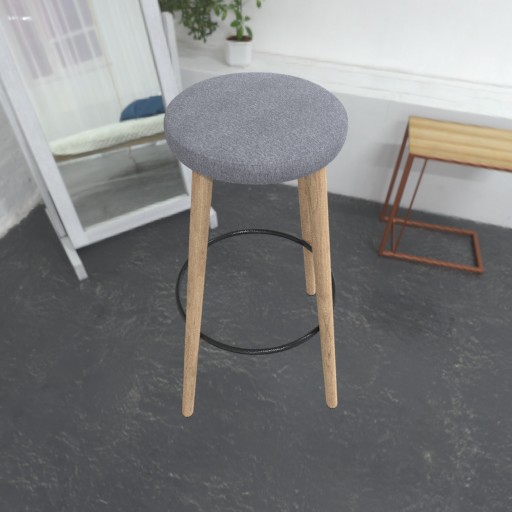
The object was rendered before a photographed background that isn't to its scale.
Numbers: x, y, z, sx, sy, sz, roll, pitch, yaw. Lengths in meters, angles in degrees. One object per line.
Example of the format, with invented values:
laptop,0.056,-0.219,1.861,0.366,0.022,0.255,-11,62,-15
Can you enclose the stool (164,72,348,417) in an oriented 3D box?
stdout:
stool,0.000,0.000,1.028,0.410,0.770,0.410,-2,46,-2
